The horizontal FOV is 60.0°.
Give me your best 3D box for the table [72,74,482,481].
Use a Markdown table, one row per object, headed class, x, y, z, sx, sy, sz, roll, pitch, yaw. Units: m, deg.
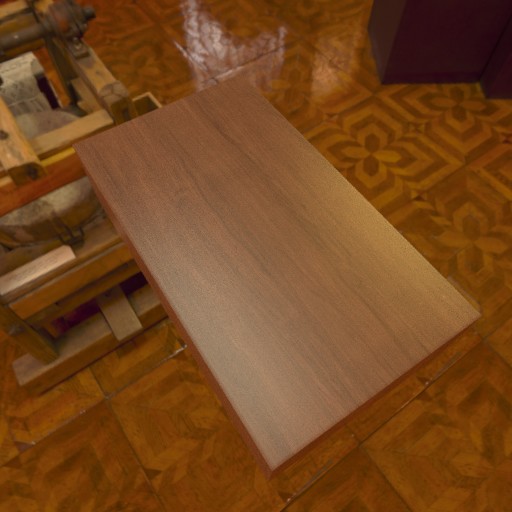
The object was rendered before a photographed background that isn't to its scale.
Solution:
| class | x | y | z | sx | sy | sz | roll | pitch | yaw |
| --- | --- | --- | --- | --- | --- | --- | --- | --- | --- |
| table | 0.000 | 0.000 | 1.309 | 0.600 | 0.380 | 1.020 | -30 | 63 | -16 |
